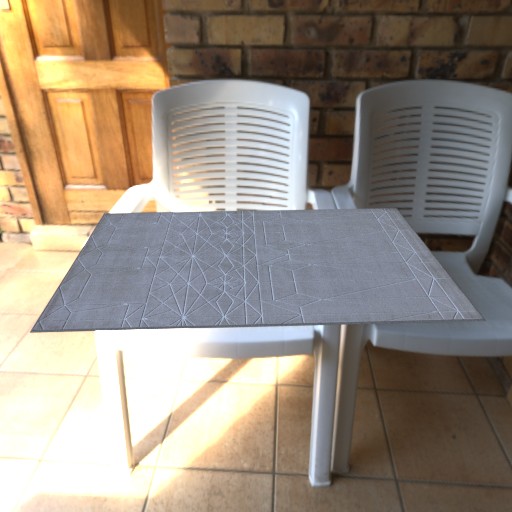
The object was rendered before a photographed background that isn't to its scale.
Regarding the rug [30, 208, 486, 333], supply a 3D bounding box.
[{"bbox_3d":[0.000,0.000,3.032,2.438,0.012,1.524,-1,30,-2],"label":"rug"}]
